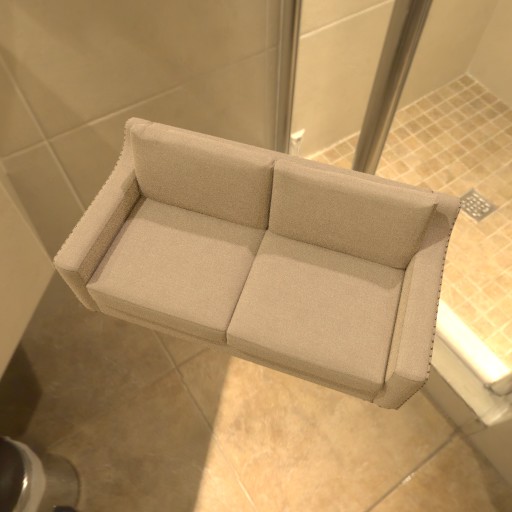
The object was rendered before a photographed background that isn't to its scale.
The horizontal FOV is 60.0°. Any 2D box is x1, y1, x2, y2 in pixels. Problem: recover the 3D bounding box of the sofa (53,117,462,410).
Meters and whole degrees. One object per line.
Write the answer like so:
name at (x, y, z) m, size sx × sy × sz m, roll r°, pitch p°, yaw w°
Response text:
sofa at (0.000, 0.000, 2.700) m, size 2.107 × 0.983 × 1.104 m, roll 16°, pitch 59°, yaw 10°
